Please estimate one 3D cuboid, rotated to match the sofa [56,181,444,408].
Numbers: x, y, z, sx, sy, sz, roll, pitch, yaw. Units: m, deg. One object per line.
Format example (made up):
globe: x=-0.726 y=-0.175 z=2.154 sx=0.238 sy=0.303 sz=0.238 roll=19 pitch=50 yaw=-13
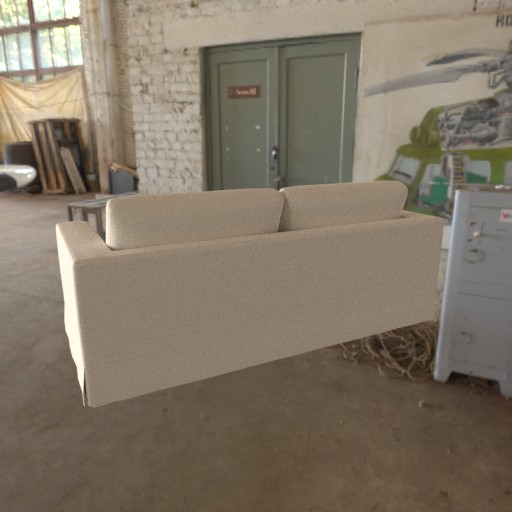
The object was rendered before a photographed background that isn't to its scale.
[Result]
sofa: x=0.000 y=0.000 z=2.693 sx=2.163 sy=0.881 sz=0.954 roll=-8 pitch=17 yaw=-26
